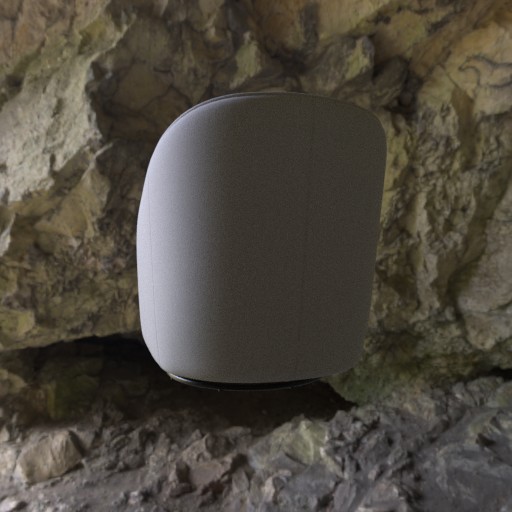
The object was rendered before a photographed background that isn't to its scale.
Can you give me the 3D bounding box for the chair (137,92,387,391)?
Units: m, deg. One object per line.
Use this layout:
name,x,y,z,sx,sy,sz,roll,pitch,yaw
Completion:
chair,0.000,0.000,1.492,0.747,0.799,0.875,0,0,-19
